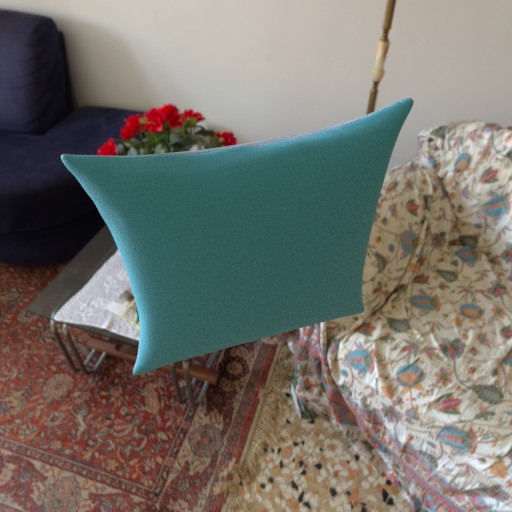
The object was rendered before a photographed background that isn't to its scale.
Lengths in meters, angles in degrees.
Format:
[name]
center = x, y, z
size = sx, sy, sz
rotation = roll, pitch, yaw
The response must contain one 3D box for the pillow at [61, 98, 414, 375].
[pillow]
center = 0.000, 0.000, 0.776
size = 0.514, 0.497, 0.150
rotation = -13, 44, -13
